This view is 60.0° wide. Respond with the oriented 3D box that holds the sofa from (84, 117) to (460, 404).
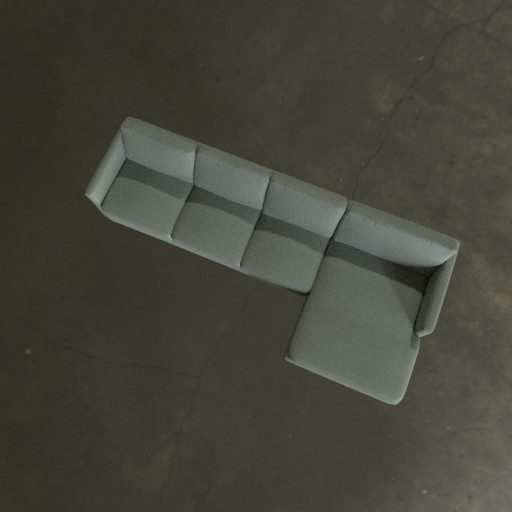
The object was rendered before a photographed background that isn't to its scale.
[{"bbox_3d":[0.000,0.000,4.293,3.471,0.950,1.604,22,75,6],"label":"sofa"}]
